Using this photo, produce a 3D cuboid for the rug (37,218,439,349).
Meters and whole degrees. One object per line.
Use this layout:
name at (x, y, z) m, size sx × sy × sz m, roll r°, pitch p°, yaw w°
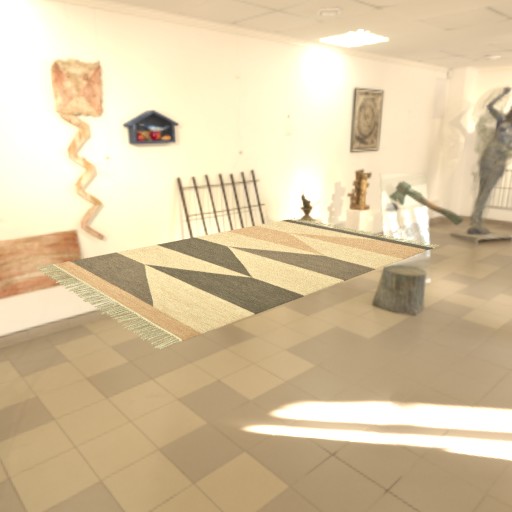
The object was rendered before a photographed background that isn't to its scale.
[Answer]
rug at (0.000, 0.000, 2.542) m, size 2.021 × 0.027 × 1.224 m, roll -14°, pitch 21°, yaw -41°
